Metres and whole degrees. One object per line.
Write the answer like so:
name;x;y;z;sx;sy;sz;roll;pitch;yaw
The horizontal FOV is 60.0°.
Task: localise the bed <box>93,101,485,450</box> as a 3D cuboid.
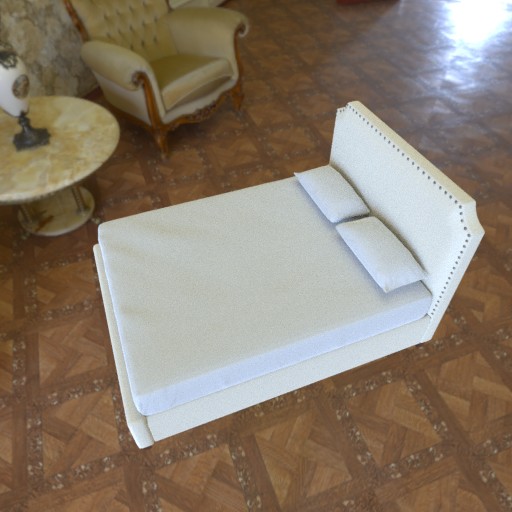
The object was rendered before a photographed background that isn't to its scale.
bed;0.000;0.000;3.349;2.329;1.415;1.703;-16;48;-15
